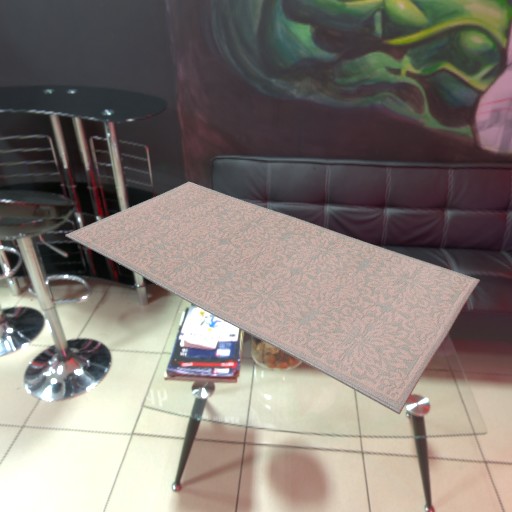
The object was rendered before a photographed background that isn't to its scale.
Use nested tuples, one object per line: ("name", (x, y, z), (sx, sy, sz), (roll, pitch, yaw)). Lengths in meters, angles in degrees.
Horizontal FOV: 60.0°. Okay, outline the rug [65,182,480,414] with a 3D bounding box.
("rug", (0.000, 0.000, 1.433), (1.219, 0.007, 0.604), (23, 39, 31))
